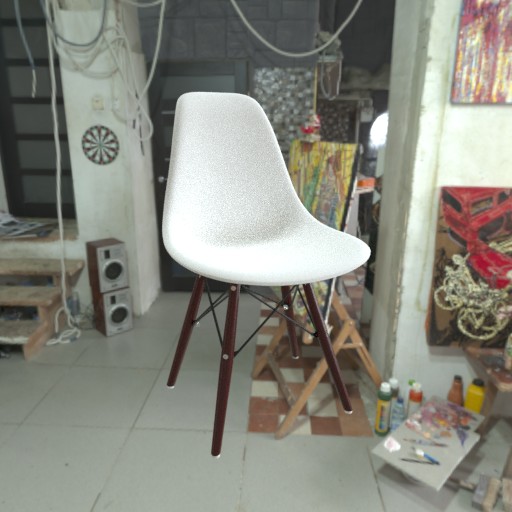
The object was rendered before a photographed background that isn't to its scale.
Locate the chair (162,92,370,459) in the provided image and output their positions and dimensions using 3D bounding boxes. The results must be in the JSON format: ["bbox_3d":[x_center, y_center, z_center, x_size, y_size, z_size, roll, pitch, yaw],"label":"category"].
[{"bbox_3d":[0.000,0.000,1.143,0.470,0.826,0.533,-8,18,-25],"label":"chair"}]
